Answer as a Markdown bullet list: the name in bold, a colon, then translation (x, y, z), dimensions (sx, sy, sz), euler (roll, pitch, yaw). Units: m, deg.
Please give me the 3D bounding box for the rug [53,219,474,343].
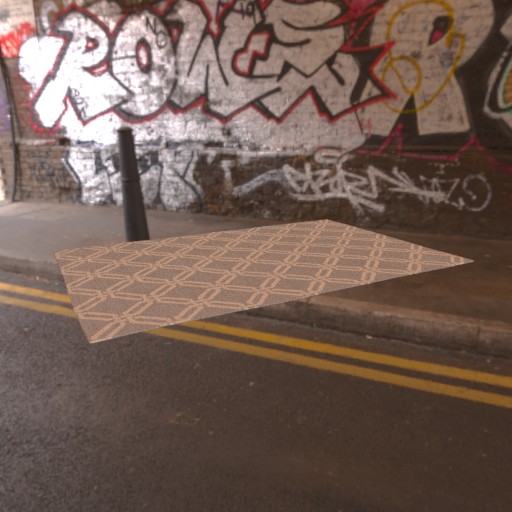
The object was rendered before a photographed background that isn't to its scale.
- **rug**: translation (0.000, 0.000, 2.181), dimensions (1.754, 0.010, 1.148), euler (-9, 18, -28)
